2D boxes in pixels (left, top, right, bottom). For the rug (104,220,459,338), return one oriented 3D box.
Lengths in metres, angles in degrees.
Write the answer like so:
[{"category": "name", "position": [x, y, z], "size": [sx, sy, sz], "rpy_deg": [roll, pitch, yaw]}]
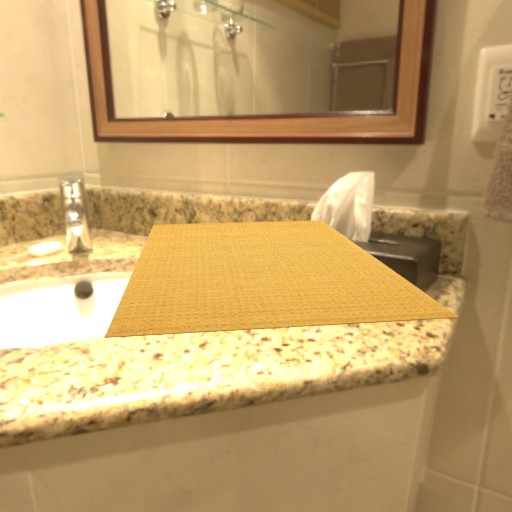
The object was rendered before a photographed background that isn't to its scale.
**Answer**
[{"category": "rug", "position": [0.000, 0.000, 3.816], "size": [1.981, 0.006, 2.895], "rpy_deg": [-2, 16, -7]}]
